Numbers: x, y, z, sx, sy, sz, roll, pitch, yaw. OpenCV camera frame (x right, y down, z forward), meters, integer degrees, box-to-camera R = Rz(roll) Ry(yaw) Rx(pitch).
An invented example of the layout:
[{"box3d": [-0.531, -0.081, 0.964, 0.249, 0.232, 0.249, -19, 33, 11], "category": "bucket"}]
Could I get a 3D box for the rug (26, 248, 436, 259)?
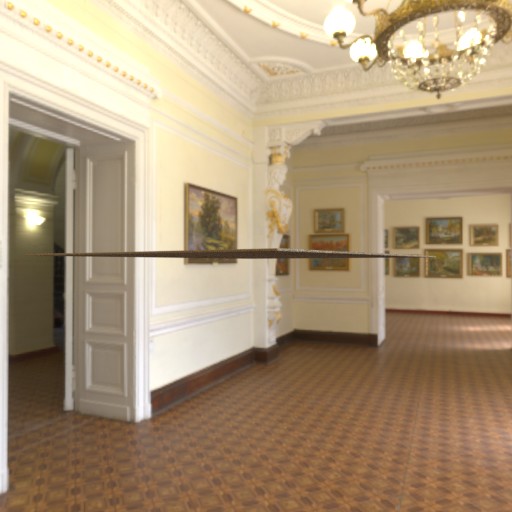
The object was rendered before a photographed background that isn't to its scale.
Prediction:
[{"box3d": [0.000, 0.000, 4.131, 2.471, 0.012, 3.034, -1, -1, 36], "category": "rug"}]
